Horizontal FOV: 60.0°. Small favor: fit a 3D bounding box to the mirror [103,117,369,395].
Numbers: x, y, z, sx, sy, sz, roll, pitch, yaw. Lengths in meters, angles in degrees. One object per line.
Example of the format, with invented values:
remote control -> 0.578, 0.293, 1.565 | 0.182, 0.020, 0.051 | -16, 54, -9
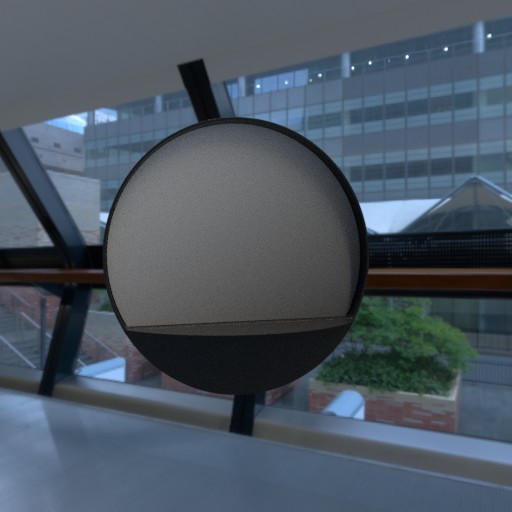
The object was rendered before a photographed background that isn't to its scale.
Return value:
mirror -> 0.000, 0.000, 0.697 | 0.457, 0.457, 0.133 | 0, 0, -18
